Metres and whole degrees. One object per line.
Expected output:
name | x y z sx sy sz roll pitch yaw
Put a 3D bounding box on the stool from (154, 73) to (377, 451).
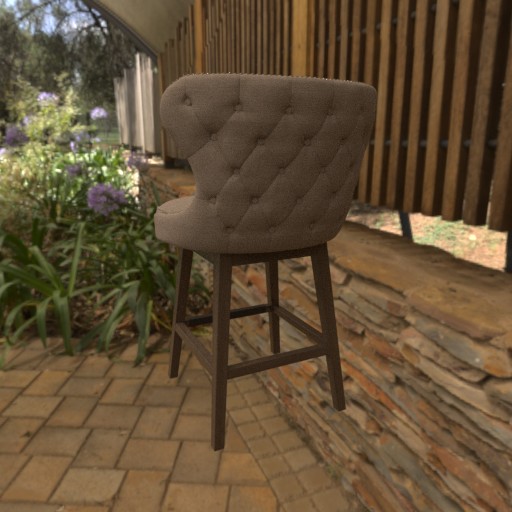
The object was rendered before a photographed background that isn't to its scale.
stool | 0.000 0.000 1.363 0.615 0.972 0.597 -7 16 -25
